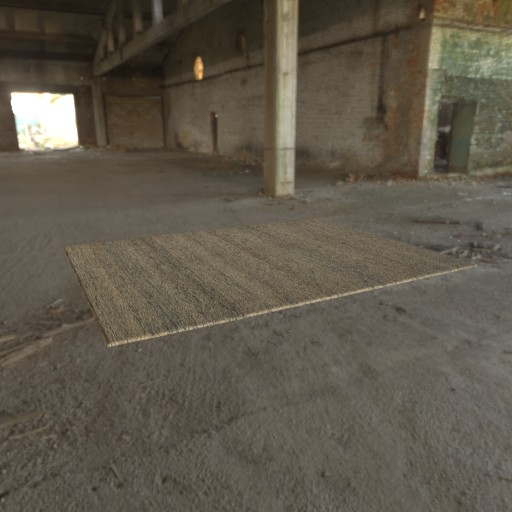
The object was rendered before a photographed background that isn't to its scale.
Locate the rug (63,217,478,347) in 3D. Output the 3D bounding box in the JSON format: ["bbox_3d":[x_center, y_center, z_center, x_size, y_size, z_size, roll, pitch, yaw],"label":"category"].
[{"bbox_3d":[0.000,0.000,4.246,3.199,0.036,2.414,-9,18,-27],"label":"rug"}]
